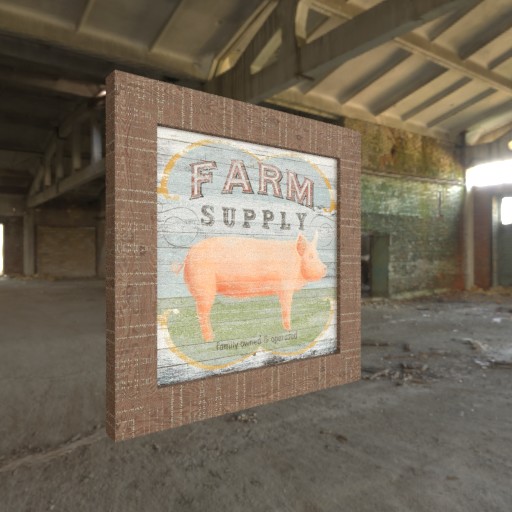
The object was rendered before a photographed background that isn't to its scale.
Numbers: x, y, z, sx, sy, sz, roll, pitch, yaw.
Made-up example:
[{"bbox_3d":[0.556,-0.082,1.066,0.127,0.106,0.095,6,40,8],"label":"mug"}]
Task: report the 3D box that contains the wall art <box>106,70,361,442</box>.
[{"bbox_3d":[0.000,0.000,0.806,0.531,0.531,0.040,0,0,-37],"label":"wall art"}]
